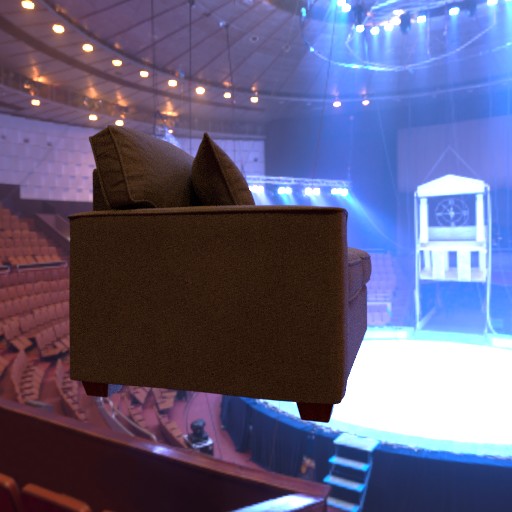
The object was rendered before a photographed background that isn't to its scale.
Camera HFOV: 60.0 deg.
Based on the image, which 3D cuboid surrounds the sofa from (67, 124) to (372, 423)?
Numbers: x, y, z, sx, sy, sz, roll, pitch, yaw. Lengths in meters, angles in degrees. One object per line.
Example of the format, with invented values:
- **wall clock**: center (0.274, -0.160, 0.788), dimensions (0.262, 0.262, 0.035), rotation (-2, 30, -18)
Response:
- **sofa**: center (0.000, 0.000, 2.074), dimensions (0.991, 0.989, 1.388), rotation (0, 1, 17)
